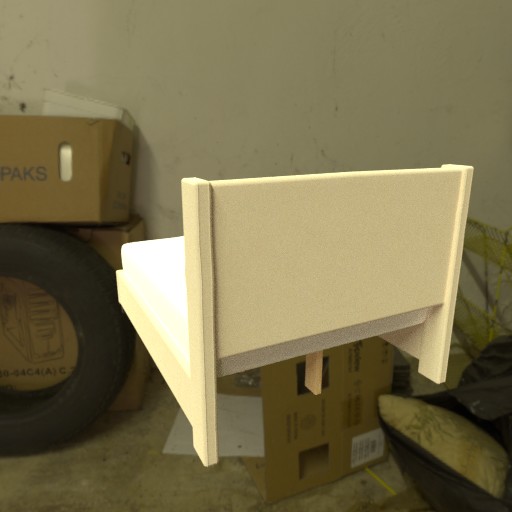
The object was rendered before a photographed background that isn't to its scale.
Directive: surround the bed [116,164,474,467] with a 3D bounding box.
[{"bbox_3d":[0.000,0.000,3.449,1.778,1.471,2.293,-8,18,-26],"label":"bed"}]
